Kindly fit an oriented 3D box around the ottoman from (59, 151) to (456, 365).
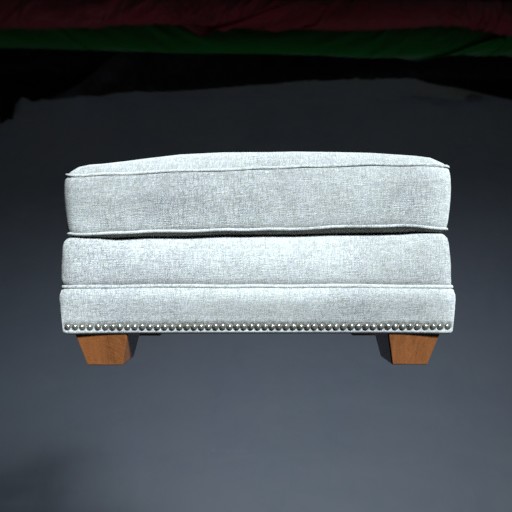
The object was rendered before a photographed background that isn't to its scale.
[{"bbox_3d":[0.000,0.000,1.143,0.813,0.457,0.561,0,-1,0],"label":"ottoman"}]
